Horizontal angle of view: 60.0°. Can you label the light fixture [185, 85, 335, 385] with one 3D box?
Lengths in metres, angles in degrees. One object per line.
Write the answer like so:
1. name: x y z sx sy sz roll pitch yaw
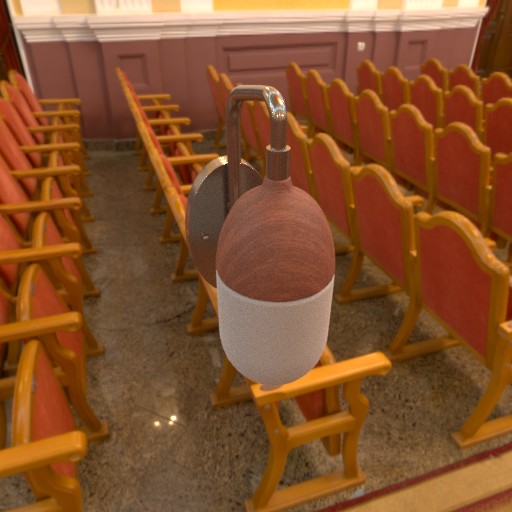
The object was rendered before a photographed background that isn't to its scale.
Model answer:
1. light fixture: 0.000 0.000 0.454 0.108 0.343 0.216 -10 34 -16
